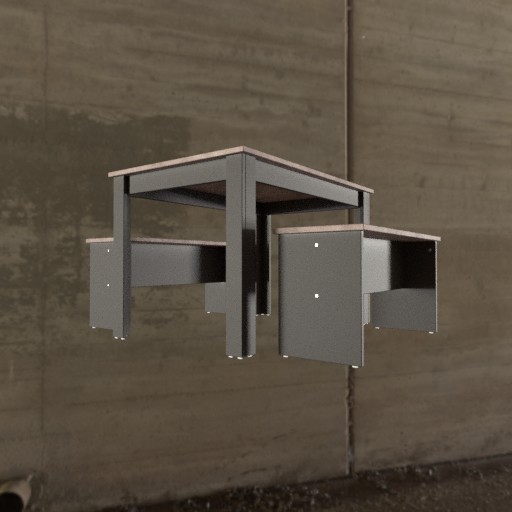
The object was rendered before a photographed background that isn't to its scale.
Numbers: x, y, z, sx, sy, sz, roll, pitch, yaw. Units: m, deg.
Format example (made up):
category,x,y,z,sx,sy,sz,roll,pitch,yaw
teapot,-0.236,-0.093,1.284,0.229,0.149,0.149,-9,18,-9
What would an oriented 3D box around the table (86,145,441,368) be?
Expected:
category,x,y,z,sx,sy,sz,roll,pitch,yaw
table,0.000,0.000,2.092,1.443,0.700,1.100,-1,-1,37
